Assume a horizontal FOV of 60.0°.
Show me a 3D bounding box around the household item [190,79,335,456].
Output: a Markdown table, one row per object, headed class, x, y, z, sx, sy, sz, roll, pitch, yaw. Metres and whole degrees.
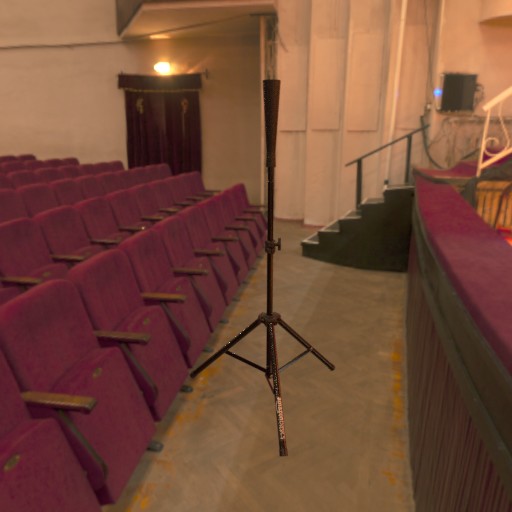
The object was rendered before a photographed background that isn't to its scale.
| class | x | y | z | sx | sy | sz | roll | pitch | yaw |
| --- | --- | --- | --- | --- | --- | --- | --- | --- | --- |
| household item | 0.000 | 0.000 | 1.428 | 0.559 | 1.067 | 0.559 | 2 | 15 | 9 |
